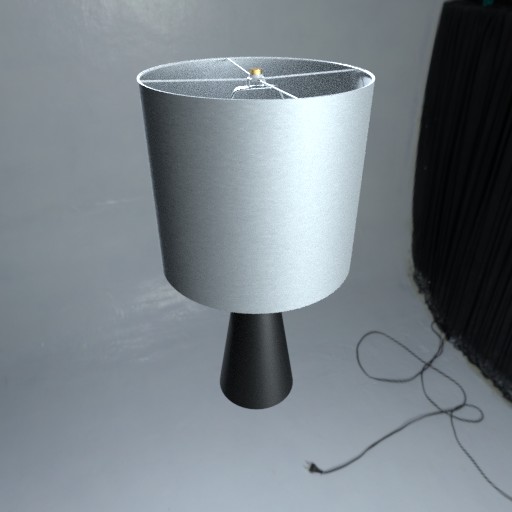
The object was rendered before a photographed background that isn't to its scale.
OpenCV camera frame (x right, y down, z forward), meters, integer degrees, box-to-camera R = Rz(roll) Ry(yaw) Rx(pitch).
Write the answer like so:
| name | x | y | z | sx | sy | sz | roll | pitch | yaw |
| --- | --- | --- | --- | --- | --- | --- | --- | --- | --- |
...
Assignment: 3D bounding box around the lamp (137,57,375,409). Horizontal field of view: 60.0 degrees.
| name | x | y | z | sx | sy | sz | roll | pitch | yaw |
| --- | --- | --- | --- | --- | --- | --- | --- | --- | --- |
| lamp | 0.000 | 0.000 | 0.737 | 0.308 | 0.580 | 0.308 | -9 | 33 | -15 |
